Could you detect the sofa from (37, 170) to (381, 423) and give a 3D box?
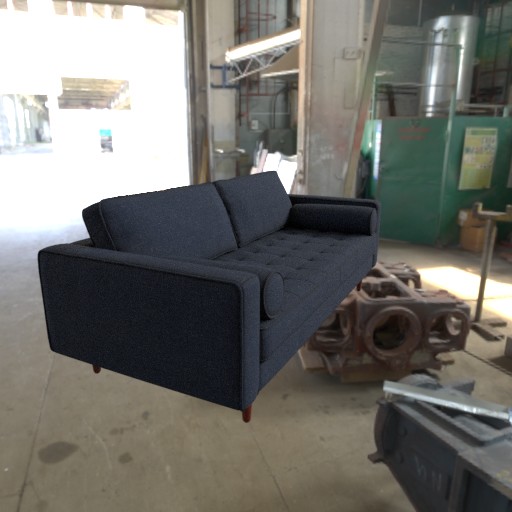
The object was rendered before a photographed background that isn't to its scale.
[{"bbox_3d":[0.000,0.000,2.313,0.914,0.762,1.880,8,17,26],"label":"sofa"}]
